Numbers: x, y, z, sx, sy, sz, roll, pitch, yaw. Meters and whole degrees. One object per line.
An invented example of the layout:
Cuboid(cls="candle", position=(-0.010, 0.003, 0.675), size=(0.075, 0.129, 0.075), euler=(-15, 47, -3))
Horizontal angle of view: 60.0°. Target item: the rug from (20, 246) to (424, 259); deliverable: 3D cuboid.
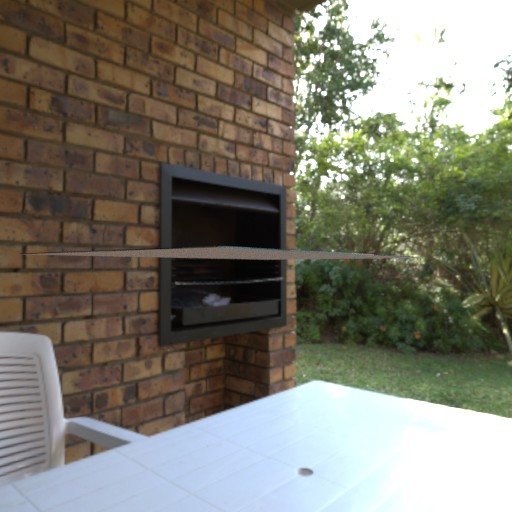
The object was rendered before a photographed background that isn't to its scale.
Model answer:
Cuboid(cls="rug", position=(0.000, 0.000, 3.007), size=(1.528, 0.005, 2.420), euler=(-1, -2, 37))
